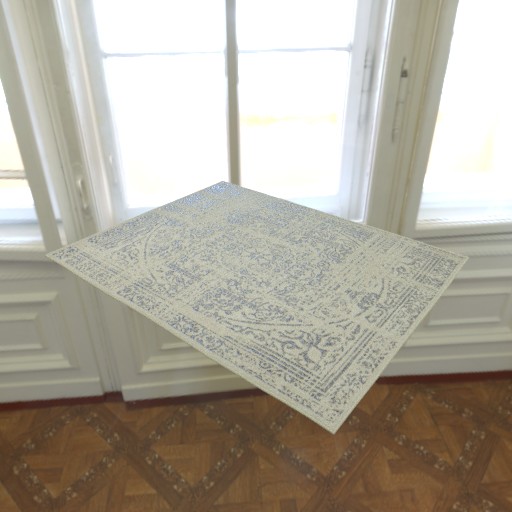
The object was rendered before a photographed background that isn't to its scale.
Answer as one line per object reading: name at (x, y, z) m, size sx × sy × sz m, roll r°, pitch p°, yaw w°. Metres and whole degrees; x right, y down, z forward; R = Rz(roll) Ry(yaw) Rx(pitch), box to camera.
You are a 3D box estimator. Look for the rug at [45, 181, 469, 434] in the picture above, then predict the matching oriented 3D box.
rug at (0.000, 0.000, 3.865) m, size 2.921 × 0.032 × 2.311 m, roll 22°, pitch 37°, yaw 33°
